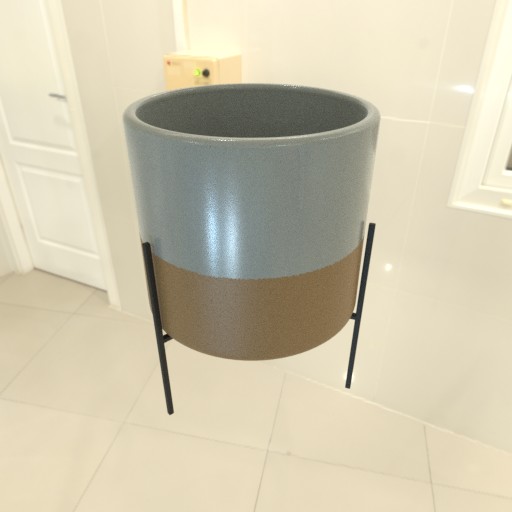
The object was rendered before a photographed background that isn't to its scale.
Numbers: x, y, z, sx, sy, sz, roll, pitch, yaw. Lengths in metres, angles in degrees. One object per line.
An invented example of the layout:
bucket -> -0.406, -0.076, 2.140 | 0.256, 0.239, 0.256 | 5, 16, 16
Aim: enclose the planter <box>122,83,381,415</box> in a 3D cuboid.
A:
planter -> 0.000, 0.000, 0.726 | 0.360, 0.480, 0.348 | 10, 32, 17
